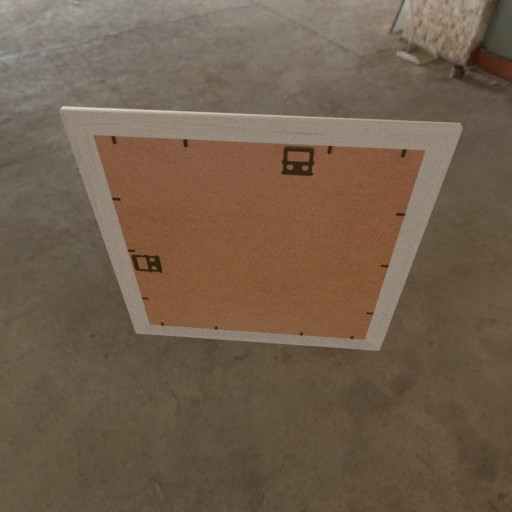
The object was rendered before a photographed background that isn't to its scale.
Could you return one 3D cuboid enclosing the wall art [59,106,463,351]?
[{"bbox_3d":[0.000,0.000,0.852,0.584,0.584,0.013,3,46,3],"label":"wall art"}]
